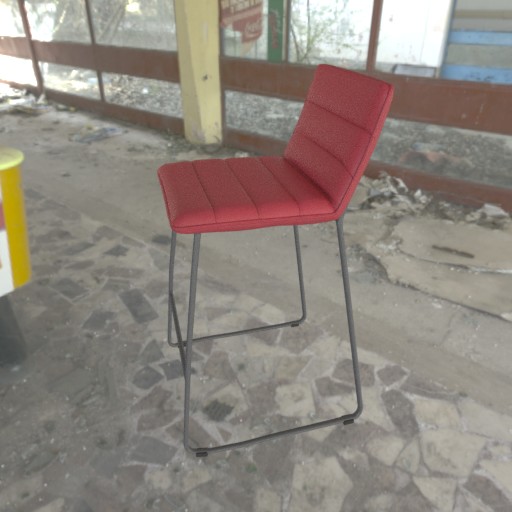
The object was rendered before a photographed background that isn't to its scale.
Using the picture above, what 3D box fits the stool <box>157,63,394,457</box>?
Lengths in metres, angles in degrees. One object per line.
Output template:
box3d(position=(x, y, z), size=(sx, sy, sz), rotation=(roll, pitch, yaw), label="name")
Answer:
box3d(position=(0.000, 0.000, 1.224), size=(0.524, 0.937, 0.489), rotation=(-8, 31, -13), label="stool")
